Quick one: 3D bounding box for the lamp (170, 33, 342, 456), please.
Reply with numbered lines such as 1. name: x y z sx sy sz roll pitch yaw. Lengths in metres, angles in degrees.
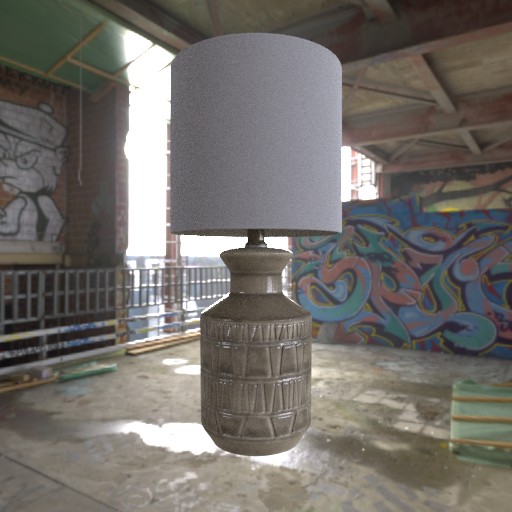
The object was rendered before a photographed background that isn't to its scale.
1. lamp: 0.000 0.000 0.556 0.211 0.455 0.211 0 0 -36
